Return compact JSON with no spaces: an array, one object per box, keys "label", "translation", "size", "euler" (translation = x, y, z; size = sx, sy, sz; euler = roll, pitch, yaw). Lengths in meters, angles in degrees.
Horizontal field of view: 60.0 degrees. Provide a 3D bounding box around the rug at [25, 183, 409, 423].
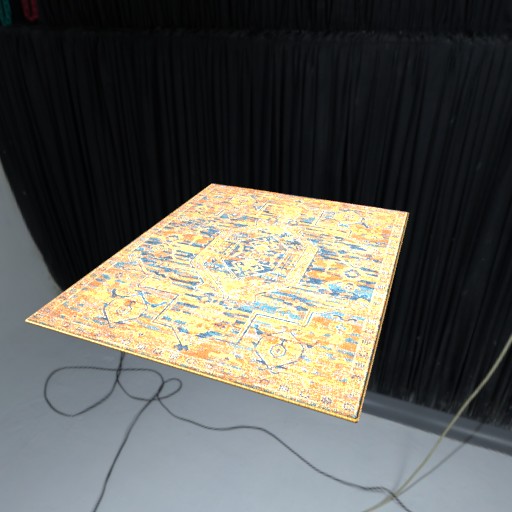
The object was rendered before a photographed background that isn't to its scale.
[{"label":"rug","translation":[0.000,0.000,4.075],"size":[2.435,0.031,3.040],"euler":[11,32,19]}]
